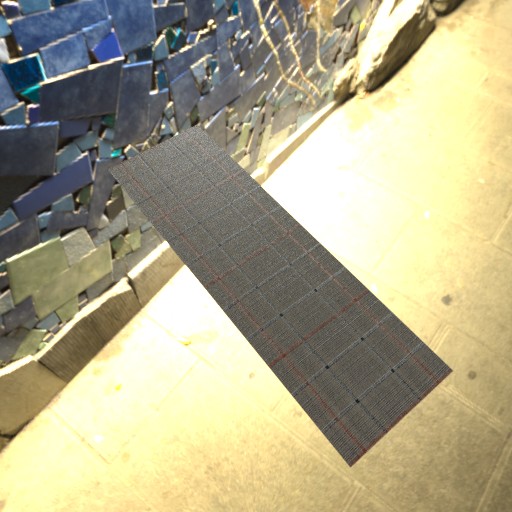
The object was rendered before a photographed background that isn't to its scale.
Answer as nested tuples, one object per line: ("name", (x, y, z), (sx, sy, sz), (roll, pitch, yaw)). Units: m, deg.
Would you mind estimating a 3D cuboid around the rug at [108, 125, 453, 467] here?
("rug", (0.000, 0.000, 2.754), (0.762, 0.008, 2.439), (-33, 63, -19))
